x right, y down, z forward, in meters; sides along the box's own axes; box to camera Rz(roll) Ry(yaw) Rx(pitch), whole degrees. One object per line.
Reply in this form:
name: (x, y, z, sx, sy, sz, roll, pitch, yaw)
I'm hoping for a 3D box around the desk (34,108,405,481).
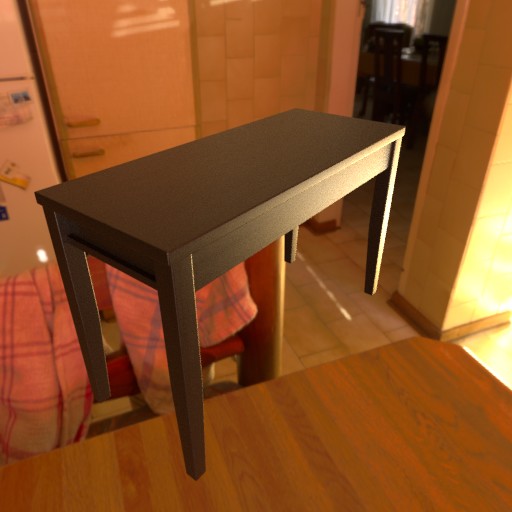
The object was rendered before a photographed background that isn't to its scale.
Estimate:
desk: (0.000, 0.000, 1.622, 0.508, 0.775, 1.220, 22, 37, 32)
